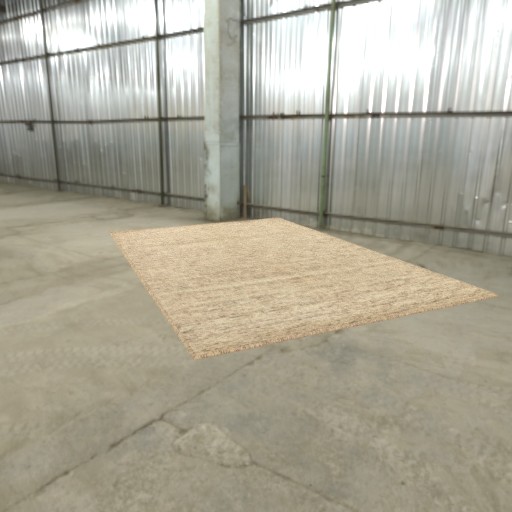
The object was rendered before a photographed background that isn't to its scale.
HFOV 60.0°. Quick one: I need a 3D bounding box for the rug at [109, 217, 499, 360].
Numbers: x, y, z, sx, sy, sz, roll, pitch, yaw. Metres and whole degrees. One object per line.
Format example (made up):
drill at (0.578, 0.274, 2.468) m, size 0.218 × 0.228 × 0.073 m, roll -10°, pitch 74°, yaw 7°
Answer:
rug at (0.000, 0.000, 2.249) m, size 1.211 × 0.018 × 1.822 m, roll -7°, pitch 16°, yaw -24°
